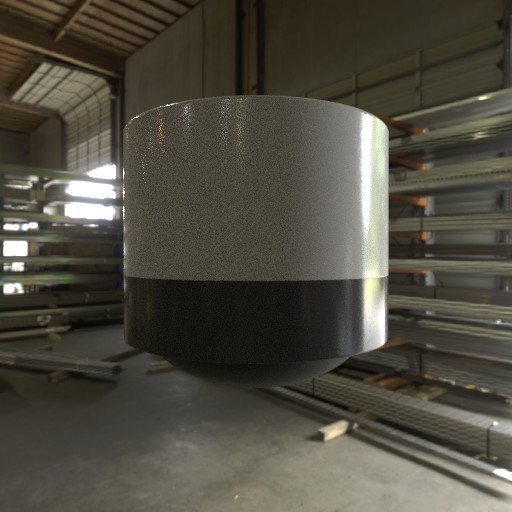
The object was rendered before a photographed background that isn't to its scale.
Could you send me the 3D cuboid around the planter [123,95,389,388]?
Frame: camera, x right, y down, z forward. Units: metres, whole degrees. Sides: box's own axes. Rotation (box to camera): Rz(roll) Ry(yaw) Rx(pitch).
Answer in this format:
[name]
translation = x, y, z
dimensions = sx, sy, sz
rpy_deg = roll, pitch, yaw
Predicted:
[planter]
translation = 0.000, 0.000, 0.337
dimensions = 0.193, 0.177, 0.193
rpy_deg = 0, 0, 0
